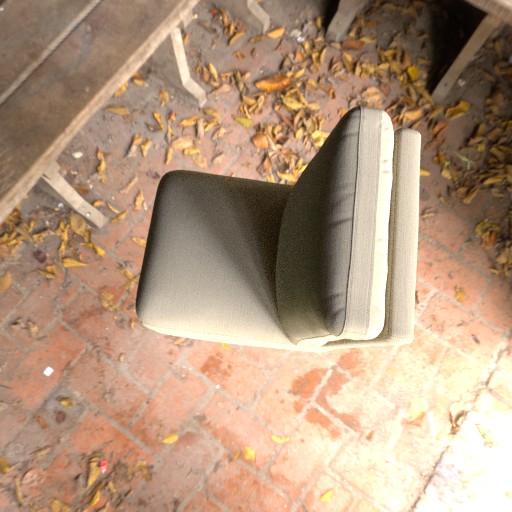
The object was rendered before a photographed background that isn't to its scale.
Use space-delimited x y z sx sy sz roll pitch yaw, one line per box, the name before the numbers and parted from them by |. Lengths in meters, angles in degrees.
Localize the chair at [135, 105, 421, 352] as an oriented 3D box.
chair | 0.000 0.000 1.324 0.698 0.927 0.503 7 76 2
